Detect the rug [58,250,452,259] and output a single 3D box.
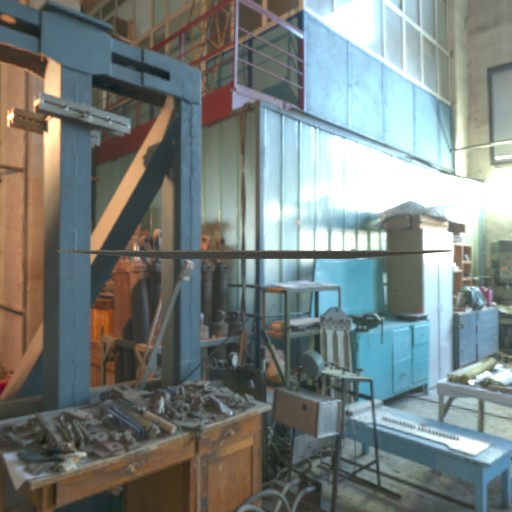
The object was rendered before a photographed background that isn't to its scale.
[{"bbox_3d":[0.000,0.000,4.318,2.437,0.015,3.205,0,-1,0],"label":"rug"}]
